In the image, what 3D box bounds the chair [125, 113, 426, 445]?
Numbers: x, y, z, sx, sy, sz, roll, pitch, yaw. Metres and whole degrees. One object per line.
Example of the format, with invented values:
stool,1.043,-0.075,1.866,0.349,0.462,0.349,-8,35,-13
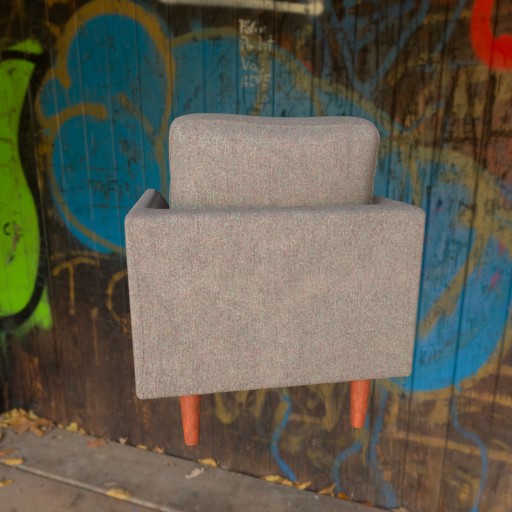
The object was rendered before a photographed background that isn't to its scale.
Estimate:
chair,0.000,0.000,1.634,0.858,0.957,0.899,-2,14,-9
